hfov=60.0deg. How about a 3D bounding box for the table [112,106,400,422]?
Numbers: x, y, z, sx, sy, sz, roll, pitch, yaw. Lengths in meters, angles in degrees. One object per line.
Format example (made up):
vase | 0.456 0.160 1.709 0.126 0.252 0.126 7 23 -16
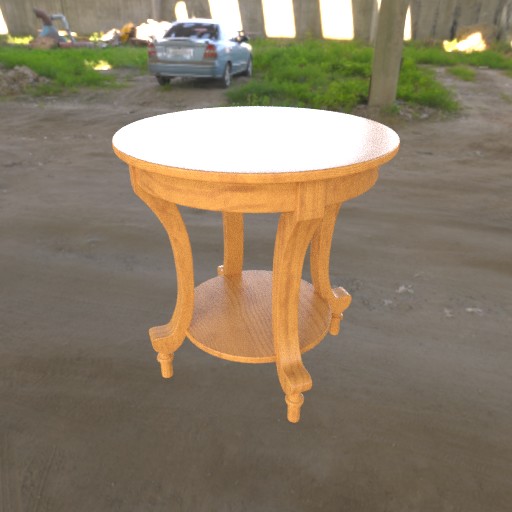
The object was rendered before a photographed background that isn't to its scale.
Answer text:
table | 0.000 0.000 1.099 0.597 0.612 0.597 0 28 0
